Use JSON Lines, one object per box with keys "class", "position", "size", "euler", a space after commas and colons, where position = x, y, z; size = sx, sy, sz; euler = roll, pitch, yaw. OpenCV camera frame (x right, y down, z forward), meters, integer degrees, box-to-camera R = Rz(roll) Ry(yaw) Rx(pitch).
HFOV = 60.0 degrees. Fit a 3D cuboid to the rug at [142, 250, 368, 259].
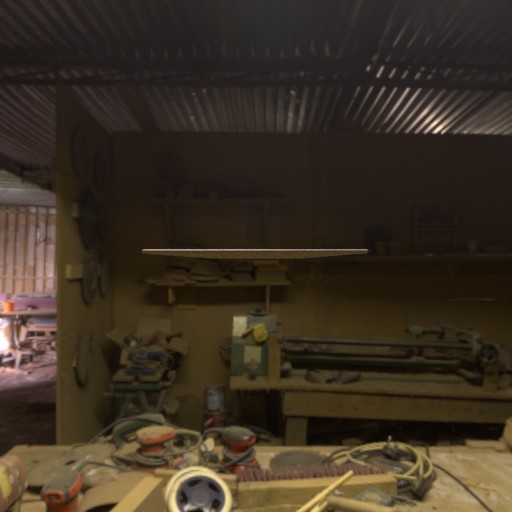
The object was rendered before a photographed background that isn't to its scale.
{"class": "rug", "position": [0.000, 0.000, 2.750], "size": [0.793, 0.014, 2.450], "euler": [0, -1, 0]}
